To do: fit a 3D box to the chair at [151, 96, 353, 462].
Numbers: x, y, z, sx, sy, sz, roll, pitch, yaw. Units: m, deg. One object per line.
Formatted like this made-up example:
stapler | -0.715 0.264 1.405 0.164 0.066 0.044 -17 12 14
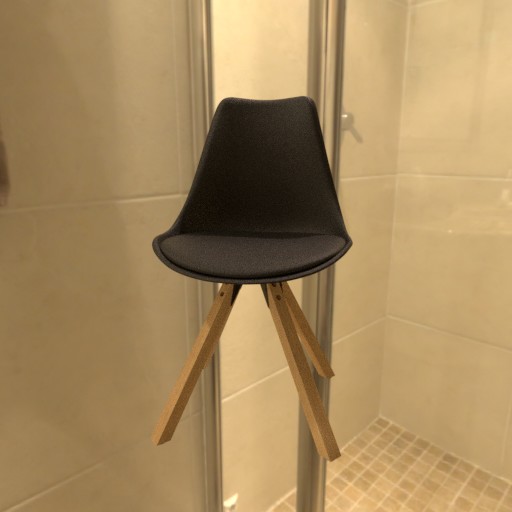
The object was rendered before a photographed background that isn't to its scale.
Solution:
chair | 0.000 0.000 1.172 0.485 0.850 0.549 2 14 8
